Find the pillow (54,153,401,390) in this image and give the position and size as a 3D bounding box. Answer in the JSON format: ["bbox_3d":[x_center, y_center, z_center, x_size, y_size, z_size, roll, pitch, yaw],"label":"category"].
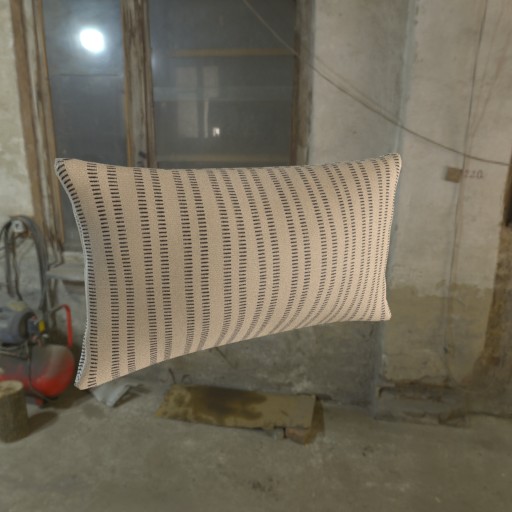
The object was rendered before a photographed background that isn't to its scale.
[{"bbox_3d":[0.000,0.000,0.792,0.640,0.353,0.210,-7,16,-26],"label":"pillow"}]
